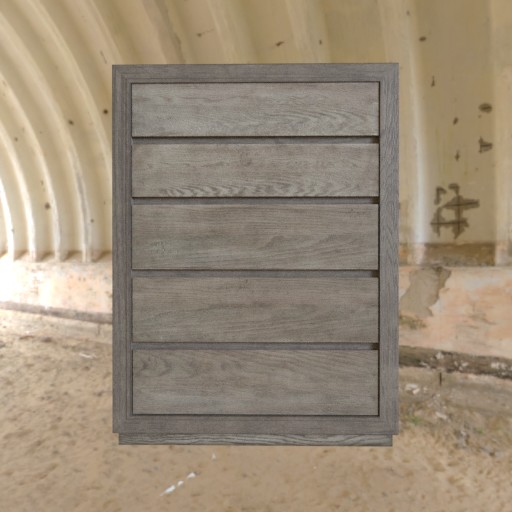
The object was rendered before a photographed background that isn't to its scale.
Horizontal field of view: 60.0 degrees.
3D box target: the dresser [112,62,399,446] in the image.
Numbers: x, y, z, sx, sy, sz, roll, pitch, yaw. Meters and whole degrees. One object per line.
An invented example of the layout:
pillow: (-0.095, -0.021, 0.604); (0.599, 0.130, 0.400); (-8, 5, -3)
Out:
dresser: (0.000, 0.000, 1.732); (0.967, 1.295, 0.483); (0, 0, 1)
